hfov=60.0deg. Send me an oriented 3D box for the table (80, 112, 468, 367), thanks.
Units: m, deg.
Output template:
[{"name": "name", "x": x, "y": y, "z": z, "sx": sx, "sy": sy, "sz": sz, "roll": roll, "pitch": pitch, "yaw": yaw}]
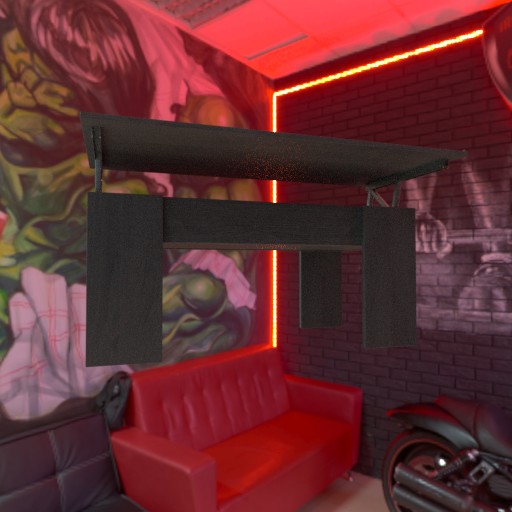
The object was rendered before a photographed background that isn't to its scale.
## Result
[{"name": "table", "x": 0.000, "y": 0.000, "z": 1.399, "sx": 1.000, "sy": 0.570, "sz": 0.711, "roll": 0, "pitch": -2, "yaw": -18}]
